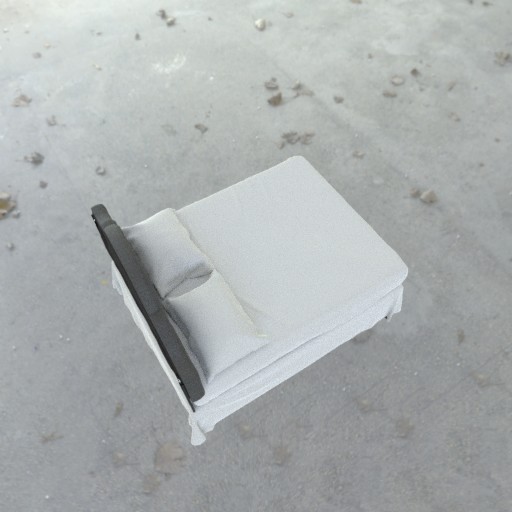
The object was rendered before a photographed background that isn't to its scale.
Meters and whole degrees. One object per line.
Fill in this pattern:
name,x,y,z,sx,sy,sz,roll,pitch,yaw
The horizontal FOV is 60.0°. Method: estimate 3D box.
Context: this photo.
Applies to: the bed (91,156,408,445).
bed,0.000,0.000,3.592,2.222,1.634,1.780,-27,61,-17
